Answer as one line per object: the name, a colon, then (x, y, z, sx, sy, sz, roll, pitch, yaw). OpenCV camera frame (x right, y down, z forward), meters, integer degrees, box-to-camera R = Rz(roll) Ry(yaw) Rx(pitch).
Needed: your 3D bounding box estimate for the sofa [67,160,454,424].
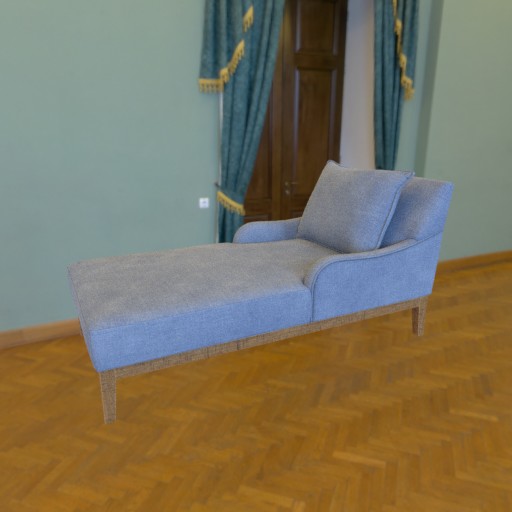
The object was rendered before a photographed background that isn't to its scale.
sofa: (0.000, 0.000, 2.306, 1.779, 0.883, 0.904, -8, 19, -26)
